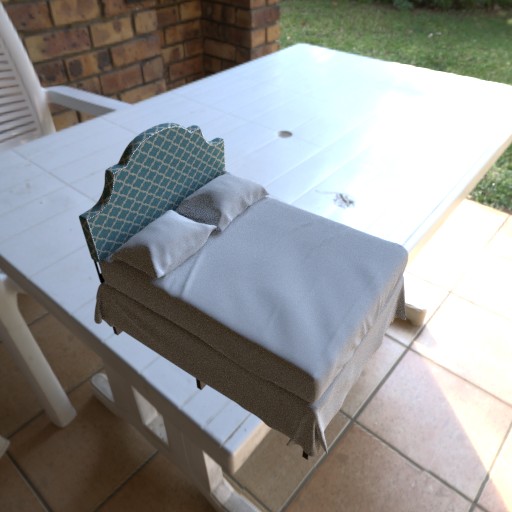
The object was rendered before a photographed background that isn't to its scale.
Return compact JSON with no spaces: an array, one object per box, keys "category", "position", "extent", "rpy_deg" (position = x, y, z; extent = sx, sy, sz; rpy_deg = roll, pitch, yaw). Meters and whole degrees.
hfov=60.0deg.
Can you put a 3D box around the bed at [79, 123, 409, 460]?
[{"category":"bed","position":[0.000,0.000,3.479],"extent":[2.222,1.633,1.780],"rpy_deg":[24,46,26]}]
